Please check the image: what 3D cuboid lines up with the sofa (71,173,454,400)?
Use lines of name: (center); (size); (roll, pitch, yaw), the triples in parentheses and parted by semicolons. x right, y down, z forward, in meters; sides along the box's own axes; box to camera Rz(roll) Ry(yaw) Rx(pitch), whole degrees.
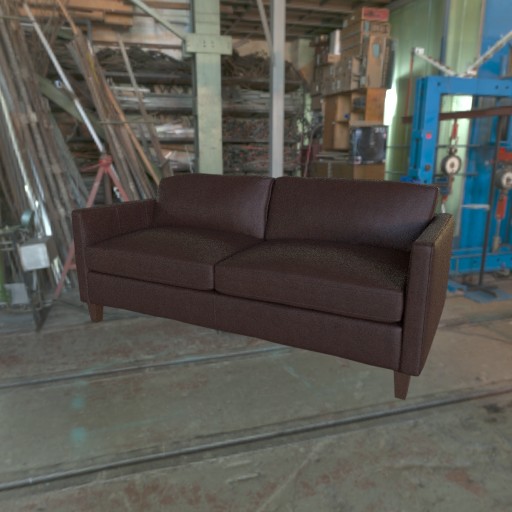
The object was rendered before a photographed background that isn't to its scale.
sofa: (0.000, 0.000, 2.507); (1.971, 0.863, 0.923); (7, 16, 27)
